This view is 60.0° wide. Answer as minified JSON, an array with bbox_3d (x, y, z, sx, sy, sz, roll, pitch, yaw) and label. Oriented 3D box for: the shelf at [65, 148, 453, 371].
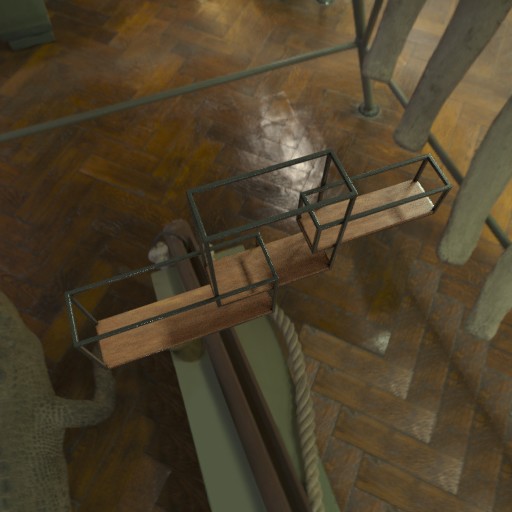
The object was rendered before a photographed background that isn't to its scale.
[{"bbox_3d":[0.000,0.000,2.099,1.781,0.972,0.275,-18,64,-9],"label":"shelf"}]
